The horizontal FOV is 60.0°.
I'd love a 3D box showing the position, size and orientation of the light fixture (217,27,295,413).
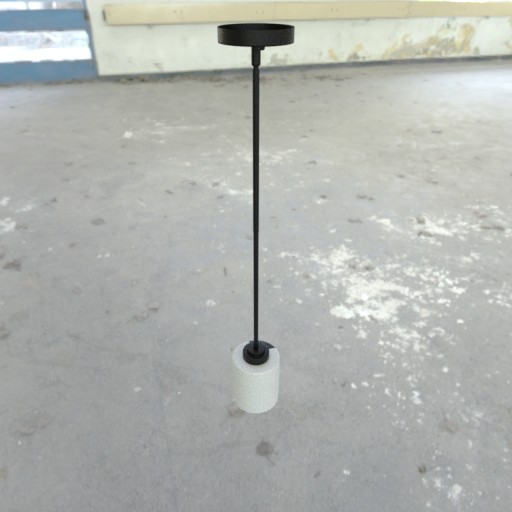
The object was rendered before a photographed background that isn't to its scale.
[{"bbox_3d":[0.000,0.000,0.935,0.123,0.863,0.123,-8,33,-13],"label":"light fixture"}]
